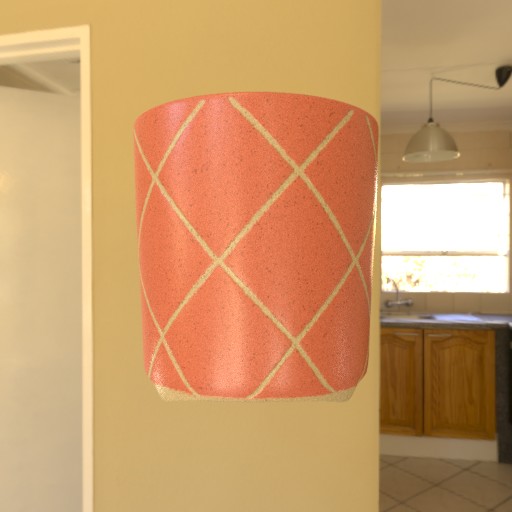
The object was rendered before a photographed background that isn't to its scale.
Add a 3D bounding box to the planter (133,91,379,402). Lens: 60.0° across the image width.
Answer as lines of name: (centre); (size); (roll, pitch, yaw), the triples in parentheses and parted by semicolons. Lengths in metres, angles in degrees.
planter: (0.000, 0.000, 0.426); (0.227, 0.235, 0.227); (0, 0, 0)
